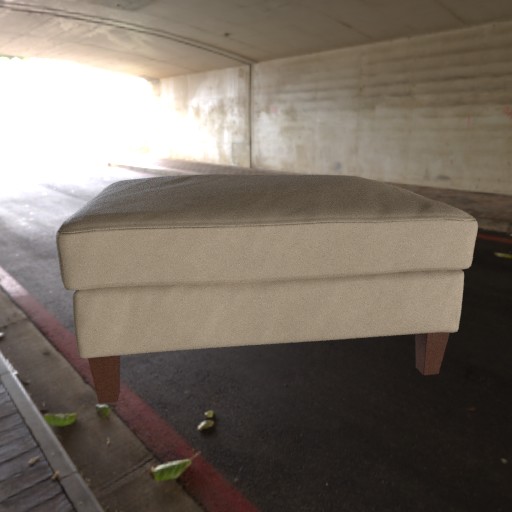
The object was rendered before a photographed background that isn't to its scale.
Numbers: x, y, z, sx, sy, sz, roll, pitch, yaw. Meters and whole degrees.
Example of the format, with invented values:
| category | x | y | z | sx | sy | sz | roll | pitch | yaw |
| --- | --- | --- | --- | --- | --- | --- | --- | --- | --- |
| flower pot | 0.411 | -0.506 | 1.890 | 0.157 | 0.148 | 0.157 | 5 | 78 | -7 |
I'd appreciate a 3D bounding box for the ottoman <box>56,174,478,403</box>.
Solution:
| category | x | y | z | sx | sy | sz | roll | pitch | yaw |
| --- | --- | --- | --- | --- | --- | --- | --- | --- | --- |
| ottoman | 0.000 | 0.000 | 1.444 | 1.002 | 0.492 | 0.836 | -2 | 17 | -8 |
